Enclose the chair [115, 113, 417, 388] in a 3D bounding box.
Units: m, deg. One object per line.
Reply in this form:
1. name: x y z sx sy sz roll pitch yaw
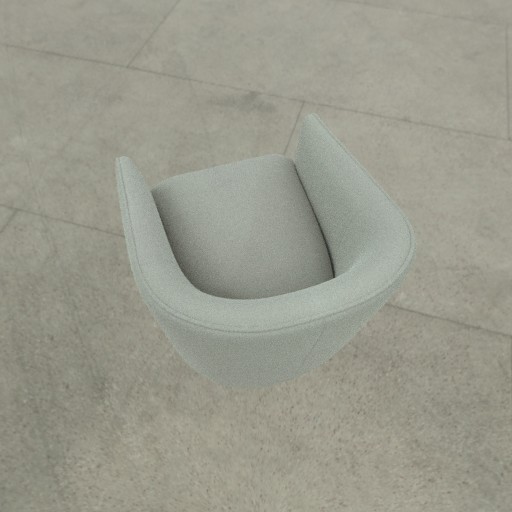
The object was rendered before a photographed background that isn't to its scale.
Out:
1. chair: 0.000 0.000 1.441 0.747 0.799 0.875 -16 58 -10
